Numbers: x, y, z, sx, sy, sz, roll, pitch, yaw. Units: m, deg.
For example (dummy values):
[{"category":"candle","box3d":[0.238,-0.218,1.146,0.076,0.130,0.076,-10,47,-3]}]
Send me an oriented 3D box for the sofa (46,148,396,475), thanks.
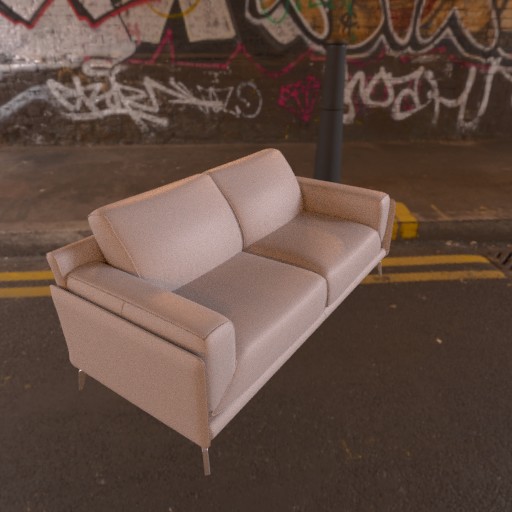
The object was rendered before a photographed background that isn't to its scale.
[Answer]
[{"category":"sofa","box3d":[0.000,0.000,2.597,1.049,0.930,2.101,17,31,30]}]
